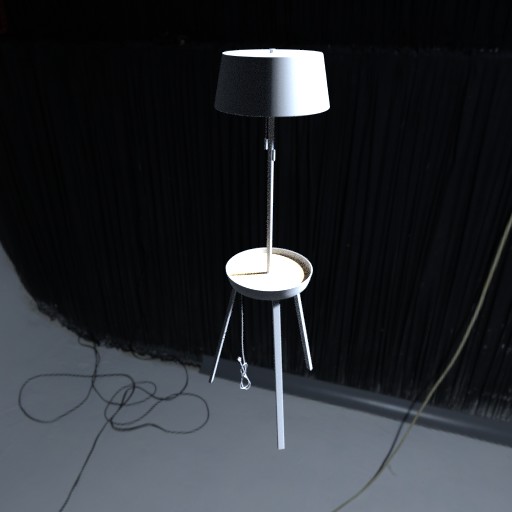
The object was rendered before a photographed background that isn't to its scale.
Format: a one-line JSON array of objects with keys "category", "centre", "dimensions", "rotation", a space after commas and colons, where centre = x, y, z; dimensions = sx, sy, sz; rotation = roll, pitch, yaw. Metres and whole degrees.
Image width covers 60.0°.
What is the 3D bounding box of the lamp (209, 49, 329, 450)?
[{"category": "lamp", "centre": [0.000, 0.000, 1.685], "dimensions": [0.468, 1.429, 0.508], "rotation": [9, 30, 17]}]
